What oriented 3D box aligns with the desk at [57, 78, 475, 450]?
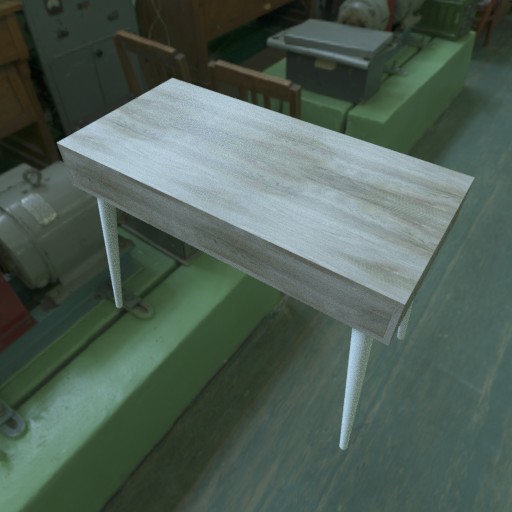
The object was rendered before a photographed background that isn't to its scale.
[{"bbox_3d":[0.000,0.000,1.403,0.979,0.723,0.491,26,52,23],"label":"desk"}]
